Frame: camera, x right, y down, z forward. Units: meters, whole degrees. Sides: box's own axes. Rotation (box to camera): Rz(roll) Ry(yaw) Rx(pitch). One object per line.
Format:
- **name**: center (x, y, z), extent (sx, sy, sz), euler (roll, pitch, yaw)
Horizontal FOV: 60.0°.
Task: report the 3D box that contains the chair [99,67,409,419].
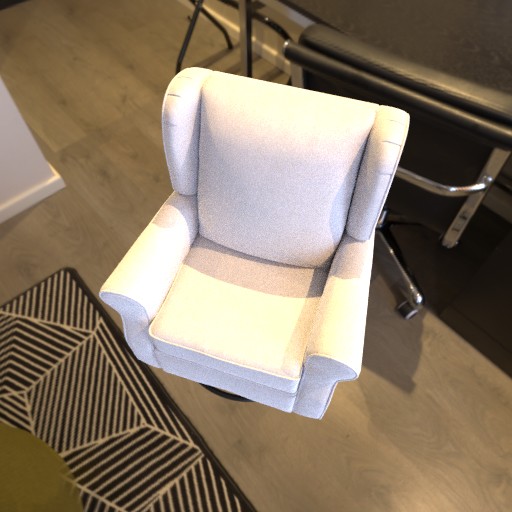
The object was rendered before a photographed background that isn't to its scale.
- **chair**: center (0.000, 0.000, 1.677), extent (0.906, 0.967, 0.854), euler (15, 59, 10)
